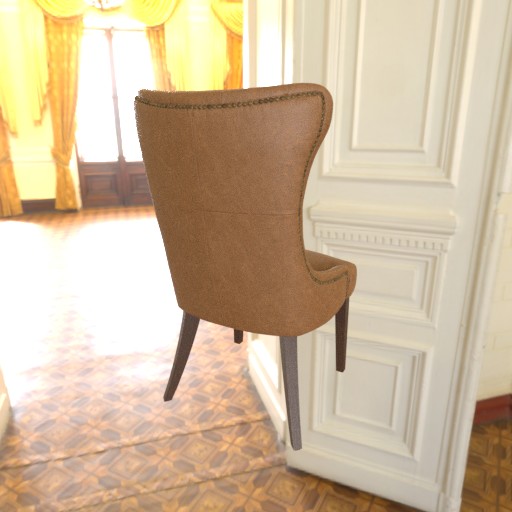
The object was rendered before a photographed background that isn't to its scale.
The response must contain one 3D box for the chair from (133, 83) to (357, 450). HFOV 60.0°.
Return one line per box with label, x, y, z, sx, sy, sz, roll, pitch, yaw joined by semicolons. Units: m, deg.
chair;0.000;0.000;1.509;0.611;1.065;0.669;10;20;27
